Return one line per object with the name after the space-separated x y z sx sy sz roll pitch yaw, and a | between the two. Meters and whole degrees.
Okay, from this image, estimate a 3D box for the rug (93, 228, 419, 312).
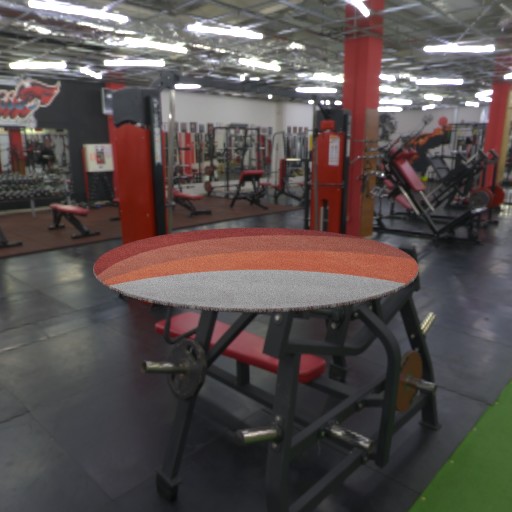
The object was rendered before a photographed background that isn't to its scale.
0.000 0.000 2.187 1.514 0.015 1.514 0 14 0 | rug
